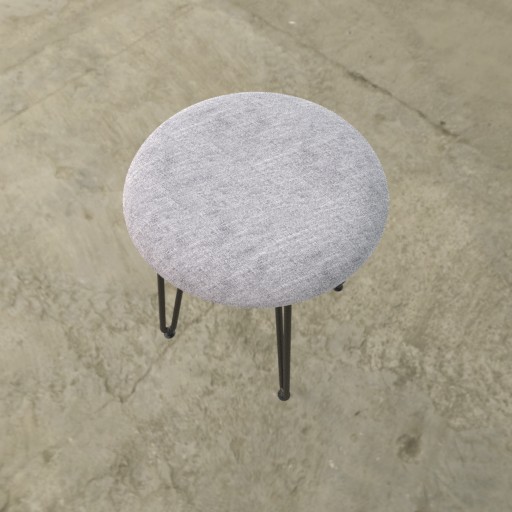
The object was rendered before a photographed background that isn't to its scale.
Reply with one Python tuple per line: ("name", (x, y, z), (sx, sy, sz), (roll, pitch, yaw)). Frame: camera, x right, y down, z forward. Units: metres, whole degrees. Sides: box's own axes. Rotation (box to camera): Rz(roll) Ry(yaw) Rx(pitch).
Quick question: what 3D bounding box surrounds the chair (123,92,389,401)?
("chair", (0.000, 0.000, 0.658), (0.350, 0.386, 0.350), (-14, 60, -8))
